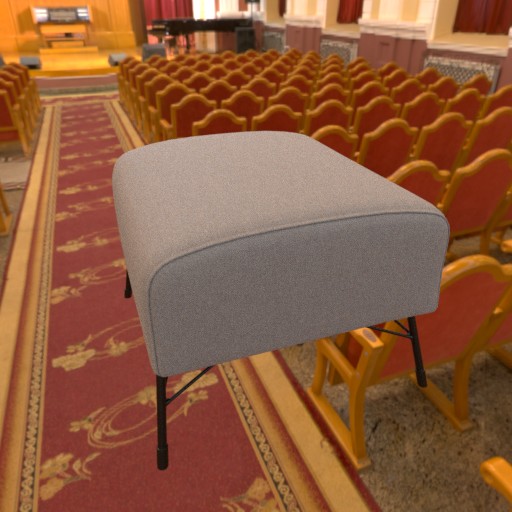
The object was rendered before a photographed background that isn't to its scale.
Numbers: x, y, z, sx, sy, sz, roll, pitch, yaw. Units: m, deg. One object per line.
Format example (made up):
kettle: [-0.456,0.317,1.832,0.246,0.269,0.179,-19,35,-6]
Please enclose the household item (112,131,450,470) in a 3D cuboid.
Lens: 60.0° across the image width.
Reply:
household item: [0.000,0.000,0.905,0.530,0.410,0.530,-10,31,-18]
